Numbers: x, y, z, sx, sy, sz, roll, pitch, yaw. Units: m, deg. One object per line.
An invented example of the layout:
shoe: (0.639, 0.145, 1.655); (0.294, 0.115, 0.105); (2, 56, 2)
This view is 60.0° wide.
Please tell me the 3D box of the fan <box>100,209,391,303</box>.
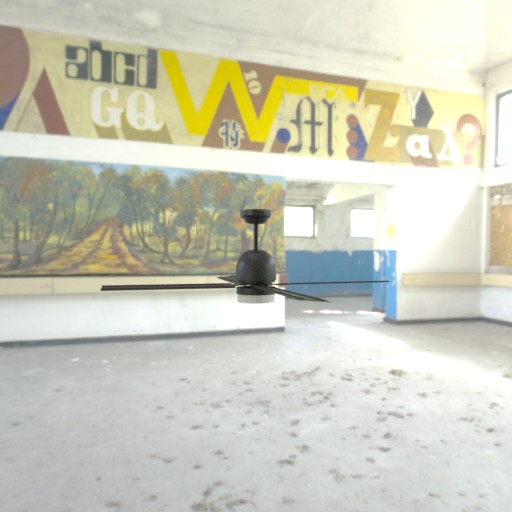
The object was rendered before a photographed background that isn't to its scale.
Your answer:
fan: (0.000, 0.000, 1.994); (1.319, 0.410, 1.319); (0, 1, -17)
